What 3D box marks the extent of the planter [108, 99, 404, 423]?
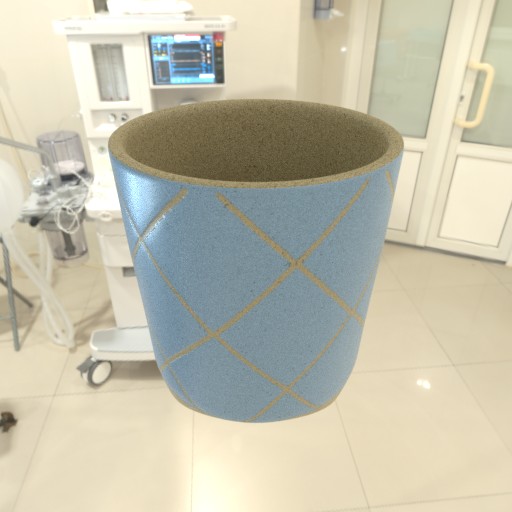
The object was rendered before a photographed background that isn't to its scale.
[{"bbox_3d":[0.000,0.000,0.414,0.227,0.235,0.227,0,32,0],"label":"planter"}]
